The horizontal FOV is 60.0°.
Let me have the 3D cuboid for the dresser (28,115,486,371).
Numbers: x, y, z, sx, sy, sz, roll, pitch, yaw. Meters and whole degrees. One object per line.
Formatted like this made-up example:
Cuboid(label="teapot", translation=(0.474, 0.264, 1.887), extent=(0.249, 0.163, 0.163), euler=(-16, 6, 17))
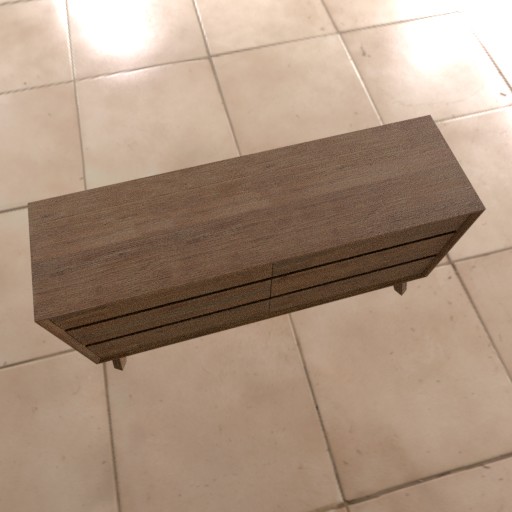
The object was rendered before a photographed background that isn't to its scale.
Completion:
Cuboid(label="dresser", translation=(0.000, 0.000, 1.925), extent=(1.554, 0.805, 0.455), euler=(-14, 65, -7))
